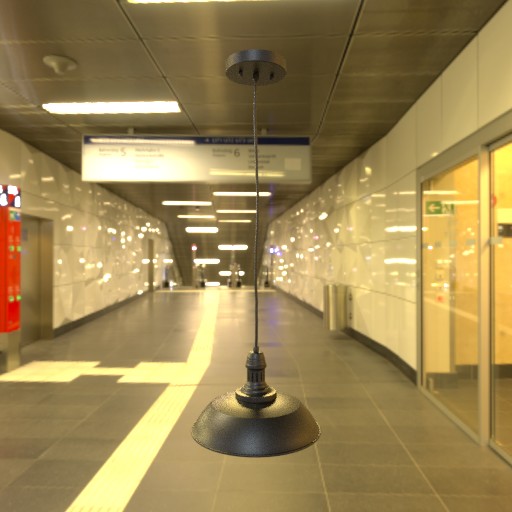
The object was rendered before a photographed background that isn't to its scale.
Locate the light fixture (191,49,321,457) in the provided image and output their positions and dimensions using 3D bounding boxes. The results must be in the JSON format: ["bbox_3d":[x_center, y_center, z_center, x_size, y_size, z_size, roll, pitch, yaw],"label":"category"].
[{"bbox_3d":[0.000,0.000,1.141,0.331,0.993,0.331,0,0,-17],"label":"light fixture"}]
